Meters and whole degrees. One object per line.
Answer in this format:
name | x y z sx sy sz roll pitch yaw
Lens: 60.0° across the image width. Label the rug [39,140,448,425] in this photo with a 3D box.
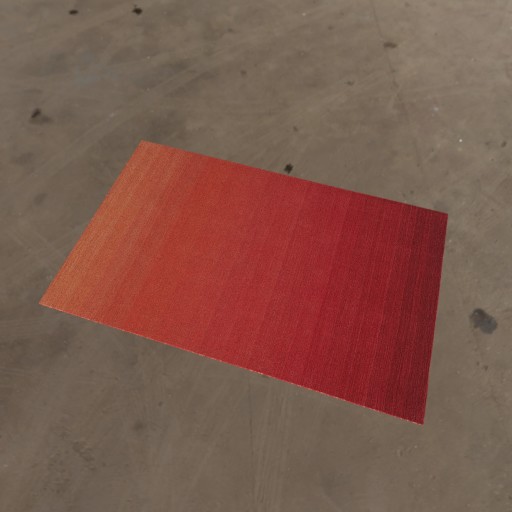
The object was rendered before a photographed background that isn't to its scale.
rug | 0.000 0.000 3.028 2.442 0.010 1.531 15 60 9
